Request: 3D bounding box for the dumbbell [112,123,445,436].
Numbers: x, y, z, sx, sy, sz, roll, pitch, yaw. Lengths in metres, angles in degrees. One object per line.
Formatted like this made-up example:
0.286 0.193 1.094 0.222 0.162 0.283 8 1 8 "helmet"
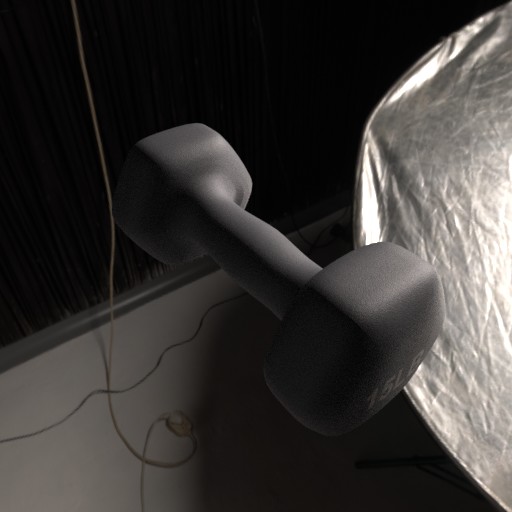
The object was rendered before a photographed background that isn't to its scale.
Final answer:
0.000 0.000 0.299 0.116 0.105 0.240 -27 48 -27 "dumbbell"
